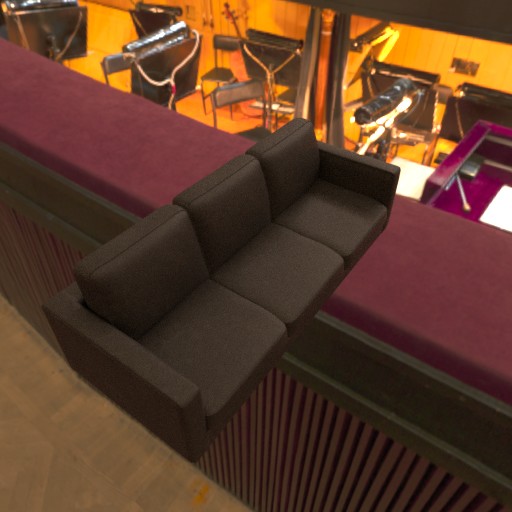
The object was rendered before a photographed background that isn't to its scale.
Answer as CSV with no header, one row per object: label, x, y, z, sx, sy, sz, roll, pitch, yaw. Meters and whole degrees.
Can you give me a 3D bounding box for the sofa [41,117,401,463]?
sofa,0.000,0.000,2.511,0.879,0.899,2.029,26,48,26
